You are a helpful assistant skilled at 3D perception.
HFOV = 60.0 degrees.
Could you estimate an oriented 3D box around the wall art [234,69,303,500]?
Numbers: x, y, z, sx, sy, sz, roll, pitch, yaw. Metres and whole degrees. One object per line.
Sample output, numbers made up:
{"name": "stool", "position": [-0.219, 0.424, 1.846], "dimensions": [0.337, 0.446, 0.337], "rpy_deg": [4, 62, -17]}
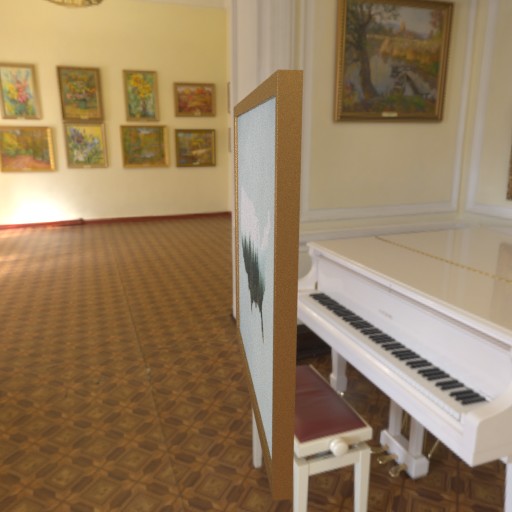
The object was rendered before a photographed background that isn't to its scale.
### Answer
{"name": "wall art", "position": [0.000, 0.000, 1.113], "dimensions": [0.038, 0.762, 0.762], "rpy_deg": [-2, 15, -7]}
